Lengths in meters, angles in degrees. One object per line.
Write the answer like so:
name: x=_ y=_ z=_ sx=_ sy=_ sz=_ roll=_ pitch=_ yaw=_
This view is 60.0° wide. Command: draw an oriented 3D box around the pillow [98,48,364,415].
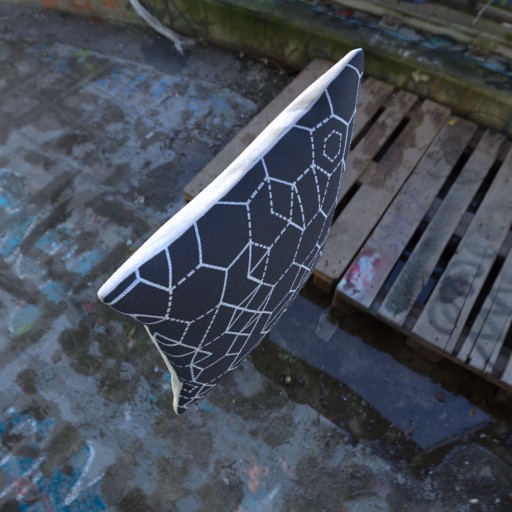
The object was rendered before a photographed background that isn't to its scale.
pillow: x=0.000 y=0.000 z=0.759 sx=0.158 sy=0.508 sz=0.517 roll=32 pitch=64 yaw=18
